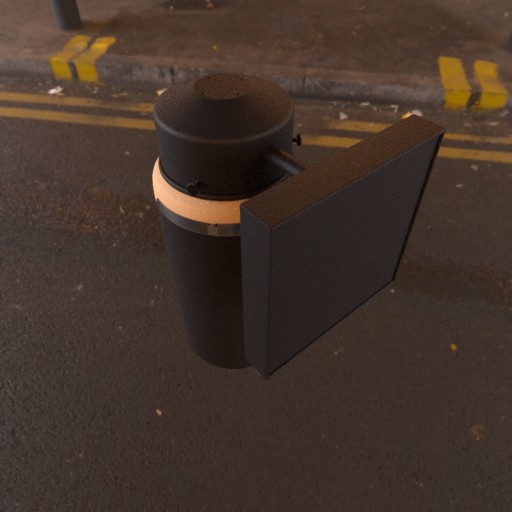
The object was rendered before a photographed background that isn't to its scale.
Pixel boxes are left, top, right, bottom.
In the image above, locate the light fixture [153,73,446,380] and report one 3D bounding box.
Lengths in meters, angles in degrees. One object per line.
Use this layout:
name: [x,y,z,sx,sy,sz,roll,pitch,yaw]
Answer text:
light fixture: [0.000,0.000,0.355,0.130,0.257,0.176,-31,53,-27]
